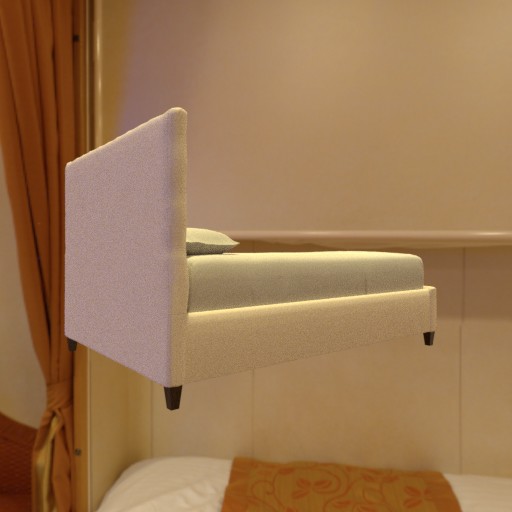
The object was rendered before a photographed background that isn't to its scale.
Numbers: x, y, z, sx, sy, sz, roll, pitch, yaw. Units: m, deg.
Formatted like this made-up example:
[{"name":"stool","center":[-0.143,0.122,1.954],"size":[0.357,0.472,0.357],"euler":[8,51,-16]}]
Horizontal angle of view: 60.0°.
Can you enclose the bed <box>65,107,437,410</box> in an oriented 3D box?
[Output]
[{"name":"bed","center":[0.000,0.000,3.442],"size":[2.387,1.427,1.698],"euler":[0,1,-39]}]
